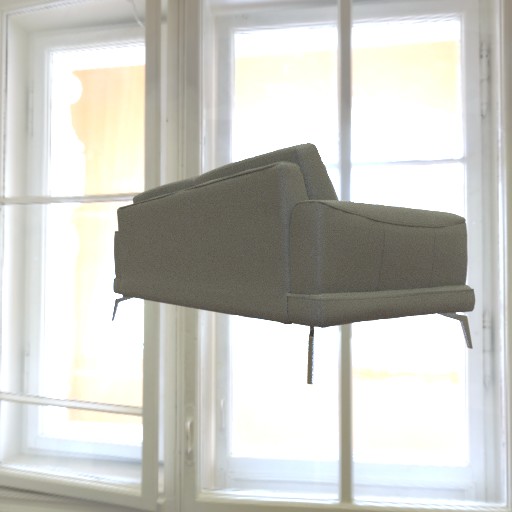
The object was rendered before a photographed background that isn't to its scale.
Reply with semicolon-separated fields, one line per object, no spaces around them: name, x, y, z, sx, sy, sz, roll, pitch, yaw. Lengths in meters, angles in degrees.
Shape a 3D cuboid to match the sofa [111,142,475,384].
sofa;0.000;0.000;2.704;1.121;0.930;2.177;1;-1;-37
